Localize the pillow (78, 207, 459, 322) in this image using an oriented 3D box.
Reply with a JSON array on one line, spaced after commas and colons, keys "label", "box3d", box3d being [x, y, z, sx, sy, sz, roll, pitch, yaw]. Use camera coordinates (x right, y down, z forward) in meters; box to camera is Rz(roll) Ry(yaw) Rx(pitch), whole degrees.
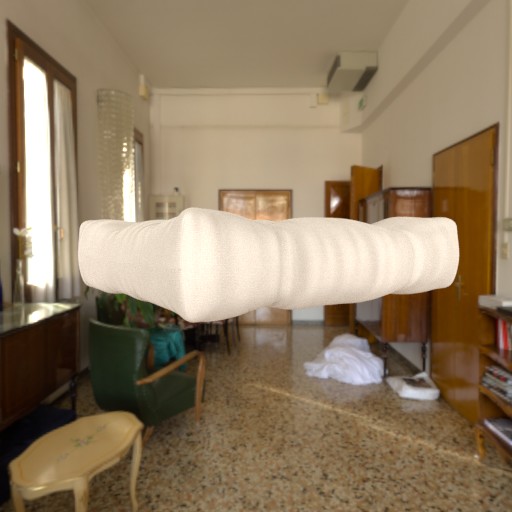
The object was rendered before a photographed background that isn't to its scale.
[{"label": "pillow", "box3d": [0.000, 0.000, 0.749, 0.490, 0.128, 0.468, -2, 3, -35]}]
